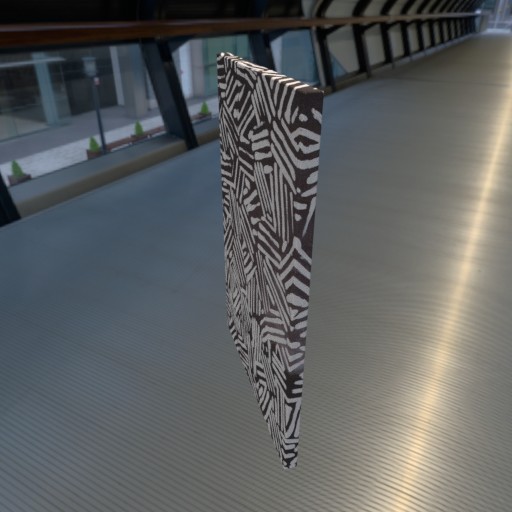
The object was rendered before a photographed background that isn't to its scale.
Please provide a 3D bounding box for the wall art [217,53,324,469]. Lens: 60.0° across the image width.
[{"bbox_3d":[0.000,0.000,1.161,0.035,0.918,0.615,-9,31,-15],"label":"wall art"}]
